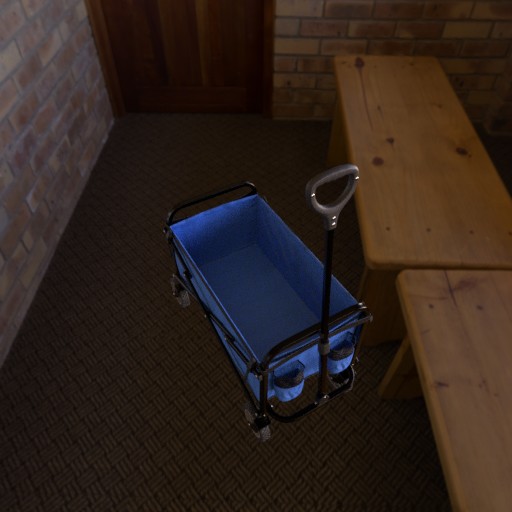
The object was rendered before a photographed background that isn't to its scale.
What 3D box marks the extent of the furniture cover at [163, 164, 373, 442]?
[{"bbox_3d":[0.000,0.000,1.755,0.532,1.295,1.038,-23,51,-20],"label":"furniture cover"}]
